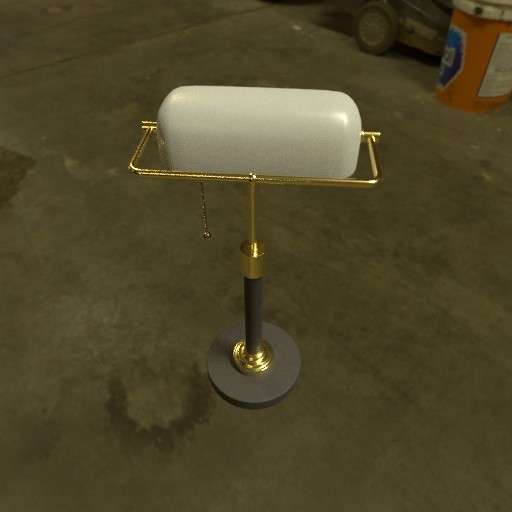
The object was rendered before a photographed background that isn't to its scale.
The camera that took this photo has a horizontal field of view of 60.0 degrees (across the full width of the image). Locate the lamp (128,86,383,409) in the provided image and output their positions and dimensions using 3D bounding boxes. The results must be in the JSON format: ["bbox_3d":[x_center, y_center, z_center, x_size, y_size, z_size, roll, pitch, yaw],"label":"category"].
[{"bbox_3d":[0.000,0.000,0.579,0.269,0.404,0.227,3,45,3],"label":"lamp"}]
